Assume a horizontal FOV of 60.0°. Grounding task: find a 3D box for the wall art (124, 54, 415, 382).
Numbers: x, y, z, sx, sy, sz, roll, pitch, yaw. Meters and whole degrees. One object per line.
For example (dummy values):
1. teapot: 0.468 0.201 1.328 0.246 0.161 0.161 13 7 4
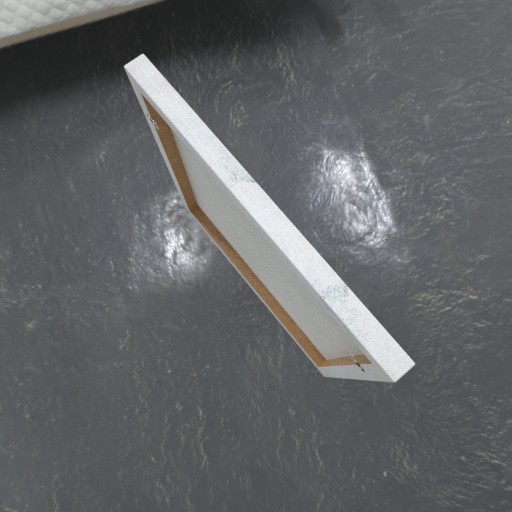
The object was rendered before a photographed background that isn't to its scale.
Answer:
1. wall art: 0.000 0.000 0.929 0.040 0.612 0.612 -38 79 -9
